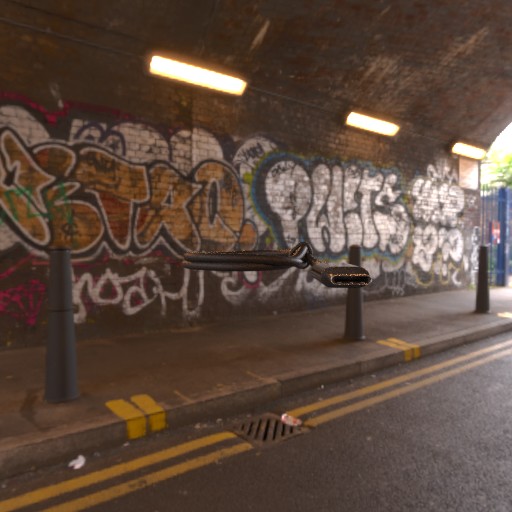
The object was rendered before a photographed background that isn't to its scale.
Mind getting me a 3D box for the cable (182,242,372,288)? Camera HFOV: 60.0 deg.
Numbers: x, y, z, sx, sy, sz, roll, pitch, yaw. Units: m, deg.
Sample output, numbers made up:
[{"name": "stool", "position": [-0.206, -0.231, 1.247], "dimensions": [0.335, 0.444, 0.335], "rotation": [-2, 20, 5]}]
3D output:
[{"name": "cable", "position": [0.000, 0.000, 0.216], "dimensions": [0.070, 0.014, 0.192], "rotation": [0, 2, 1]}]
